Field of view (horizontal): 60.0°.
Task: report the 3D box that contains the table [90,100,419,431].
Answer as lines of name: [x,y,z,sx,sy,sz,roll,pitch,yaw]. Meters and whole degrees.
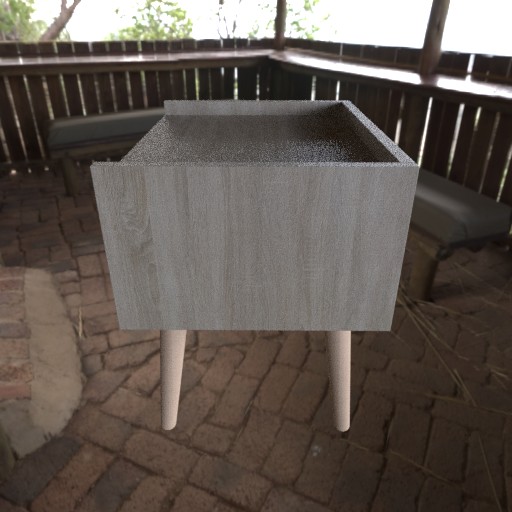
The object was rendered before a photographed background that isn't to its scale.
table: [0.000,0.000,0.807,0.370,0.470,0.450,0,28,0]
